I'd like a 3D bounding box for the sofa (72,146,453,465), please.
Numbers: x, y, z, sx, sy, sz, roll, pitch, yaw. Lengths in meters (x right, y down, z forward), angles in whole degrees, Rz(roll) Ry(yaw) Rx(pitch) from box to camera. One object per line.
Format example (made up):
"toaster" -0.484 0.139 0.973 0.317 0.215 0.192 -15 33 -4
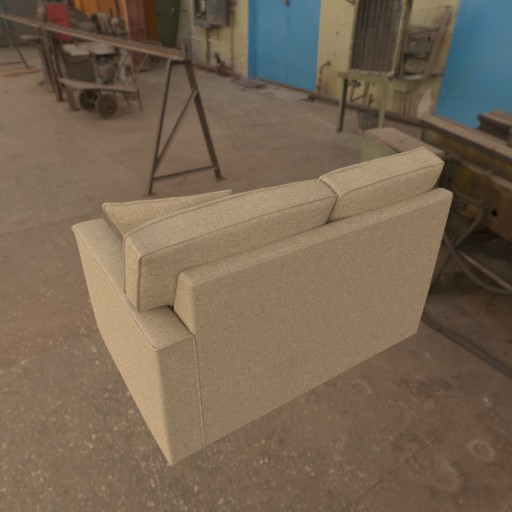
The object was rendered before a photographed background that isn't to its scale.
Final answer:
"sofa" 0.000 0.000 2.062 1.388 0.989 0.991 -19 36 -28
